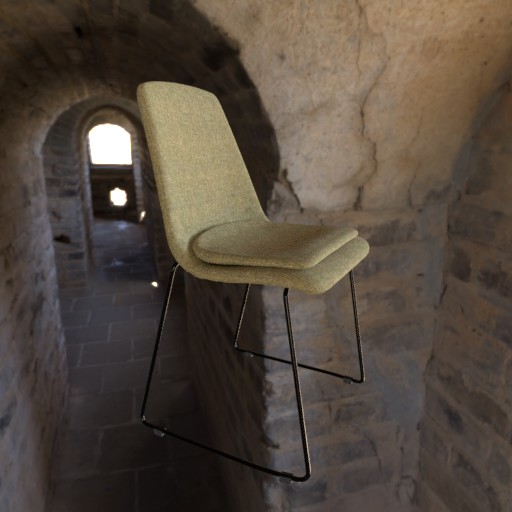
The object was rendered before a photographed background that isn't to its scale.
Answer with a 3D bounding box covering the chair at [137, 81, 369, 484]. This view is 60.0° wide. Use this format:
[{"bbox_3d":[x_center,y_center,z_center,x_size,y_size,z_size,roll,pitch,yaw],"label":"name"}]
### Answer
[{"bbox_3d":[0.000,0.000,1.129,0.496,0.849,0.479,8,17,27],"label":"chair"}]
